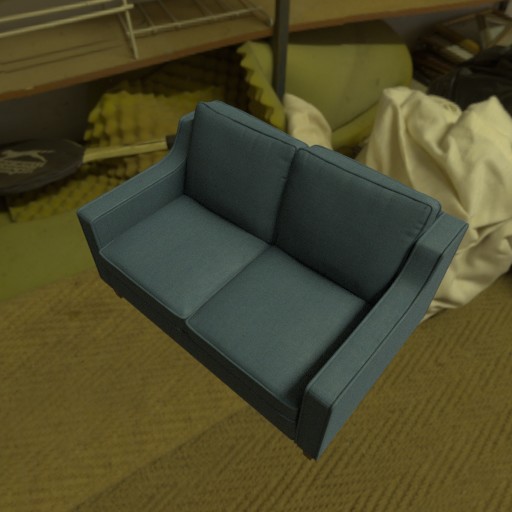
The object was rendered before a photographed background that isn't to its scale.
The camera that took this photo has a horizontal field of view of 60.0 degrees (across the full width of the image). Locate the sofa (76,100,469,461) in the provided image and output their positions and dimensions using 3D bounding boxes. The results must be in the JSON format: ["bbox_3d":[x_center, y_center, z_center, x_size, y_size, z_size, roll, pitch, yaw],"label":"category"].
[{"bbox_3d":[0.000,0.000,2.158,1.501,0.971,0.987,33,55,26],"label":"sofa"}]
